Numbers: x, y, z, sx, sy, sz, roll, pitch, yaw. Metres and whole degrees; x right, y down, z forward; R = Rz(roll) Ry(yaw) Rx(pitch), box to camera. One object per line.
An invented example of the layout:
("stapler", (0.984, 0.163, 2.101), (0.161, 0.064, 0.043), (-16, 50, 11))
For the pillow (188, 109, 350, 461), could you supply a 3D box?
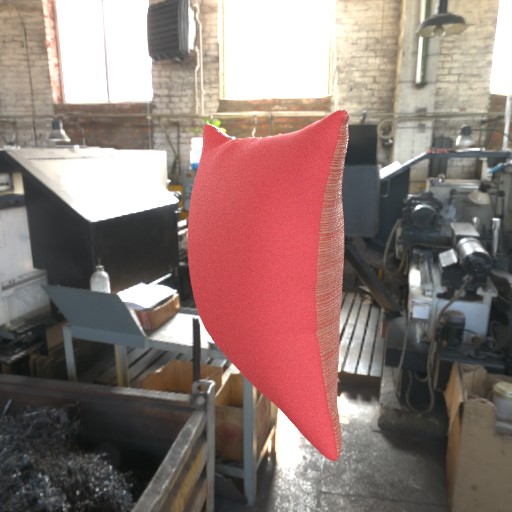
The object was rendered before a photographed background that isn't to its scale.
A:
("pillow", (0.000, 0.000, 0.836), (0.229, 0.501, 0.559), (-6, 15, -24))
